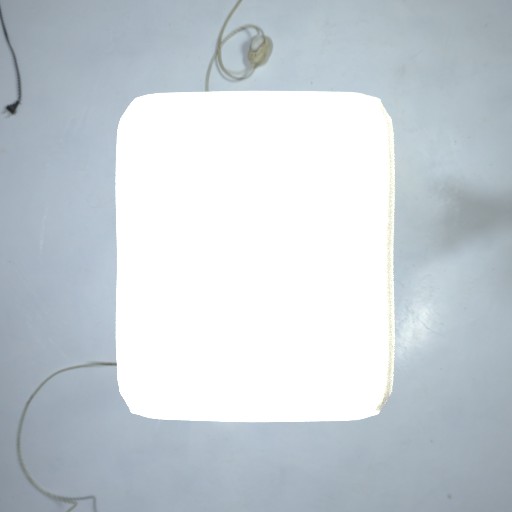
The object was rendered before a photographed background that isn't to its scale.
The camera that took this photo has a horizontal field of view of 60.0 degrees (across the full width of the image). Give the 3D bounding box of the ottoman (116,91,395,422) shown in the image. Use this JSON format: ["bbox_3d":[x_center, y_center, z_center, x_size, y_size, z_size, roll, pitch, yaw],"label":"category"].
[{"bbox_3d":[0.000,0.000,1.130,0.622,0.450,0.747,0,91,1],"label":"ottoman"}]
